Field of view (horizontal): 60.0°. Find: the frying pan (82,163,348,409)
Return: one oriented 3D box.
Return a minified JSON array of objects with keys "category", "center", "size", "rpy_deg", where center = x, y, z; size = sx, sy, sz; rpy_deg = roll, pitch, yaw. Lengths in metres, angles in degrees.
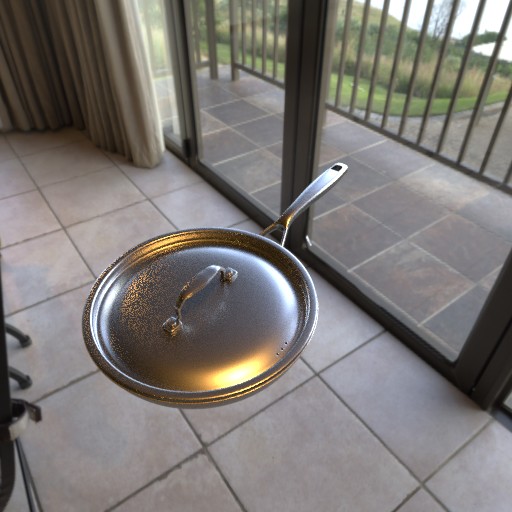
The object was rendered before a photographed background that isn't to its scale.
[{"category":"frying pan","center":[0.000,0.000,0.595],"size":[0.272,0.086,0.490],"rpy_deg":[25,47,26]}]
